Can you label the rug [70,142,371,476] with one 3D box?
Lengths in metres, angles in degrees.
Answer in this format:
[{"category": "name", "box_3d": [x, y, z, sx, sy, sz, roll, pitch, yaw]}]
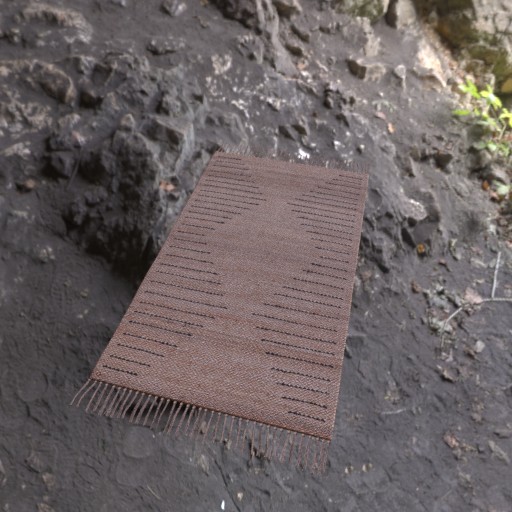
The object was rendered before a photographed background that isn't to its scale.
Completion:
[{"category": "rug", "box_3d": [0.000, 0.000, 2.025, 0.905, 0.017, 1.718, 11, 48, 10]}]
